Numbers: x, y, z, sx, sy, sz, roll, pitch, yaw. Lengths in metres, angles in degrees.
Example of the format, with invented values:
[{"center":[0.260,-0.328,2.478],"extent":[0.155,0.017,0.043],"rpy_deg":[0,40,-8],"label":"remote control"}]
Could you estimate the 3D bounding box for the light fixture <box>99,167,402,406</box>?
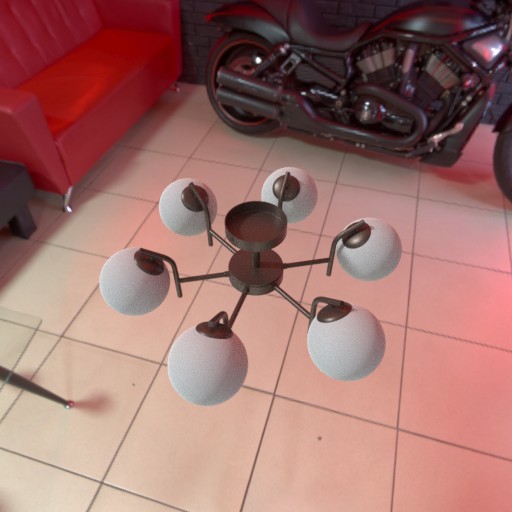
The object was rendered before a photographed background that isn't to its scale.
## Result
[{"center":[0.000,0.000,0.950],"extent":[0.662,0.201,0.662],"rpy_deg":[0,46,0],"label":"light fixture"}]
